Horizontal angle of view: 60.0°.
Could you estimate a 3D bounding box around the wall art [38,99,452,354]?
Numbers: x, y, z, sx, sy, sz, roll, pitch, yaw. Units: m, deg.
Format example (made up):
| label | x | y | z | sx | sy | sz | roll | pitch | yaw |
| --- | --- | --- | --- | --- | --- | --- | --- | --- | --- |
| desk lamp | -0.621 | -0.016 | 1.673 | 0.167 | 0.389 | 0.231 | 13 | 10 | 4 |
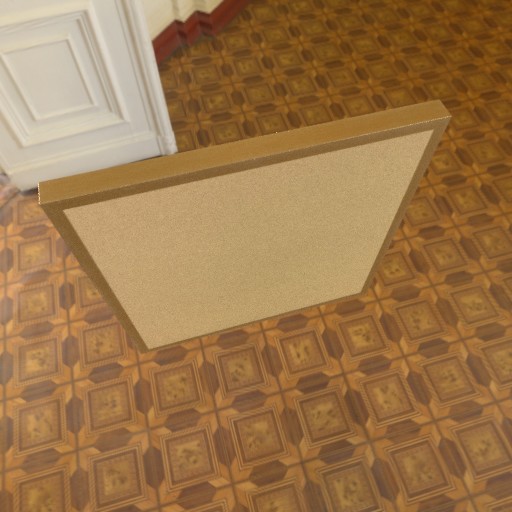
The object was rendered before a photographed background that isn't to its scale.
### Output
| label | x | y | z | sx | sy | sz | roll | pitch | yaw |
| --- | --- | --- | --- | --- | --- | --- | --- | --- | --- |
| wall art | 0.000 | 0.000 | 0.754 | 0.510 | 0.509 | 0.033 | -14 | 60 | -8 |
